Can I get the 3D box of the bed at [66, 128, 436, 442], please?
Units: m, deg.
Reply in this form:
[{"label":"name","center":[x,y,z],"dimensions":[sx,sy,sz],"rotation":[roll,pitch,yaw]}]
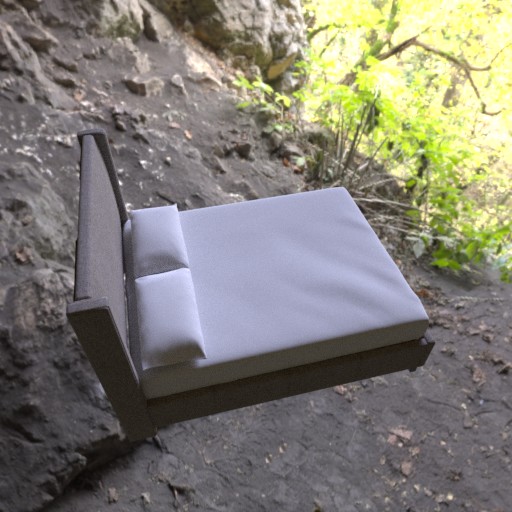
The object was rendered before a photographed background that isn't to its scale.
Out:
[{"label":"bed","center":[0.000,0.000,3.333],"dimensions":[2.245,1.476,1.714],"rotation":[-10,46,-10]}]
